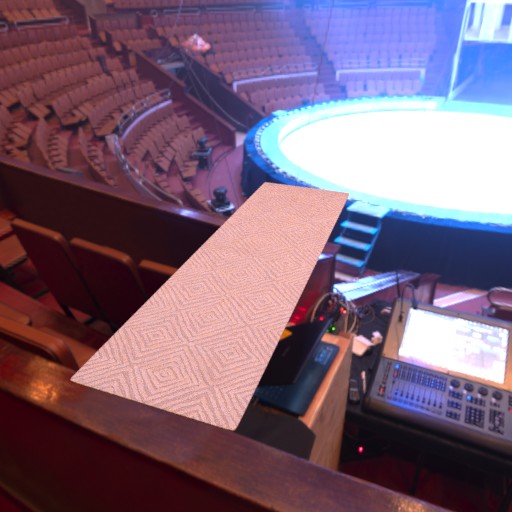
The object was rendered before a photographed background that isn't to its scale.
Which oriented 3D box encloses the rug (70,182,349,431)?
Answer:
[{"bbox_3d":[0.000,0.000,2.504,0.676,0.008,2.277,10,31,17],"label":"rug"}]
